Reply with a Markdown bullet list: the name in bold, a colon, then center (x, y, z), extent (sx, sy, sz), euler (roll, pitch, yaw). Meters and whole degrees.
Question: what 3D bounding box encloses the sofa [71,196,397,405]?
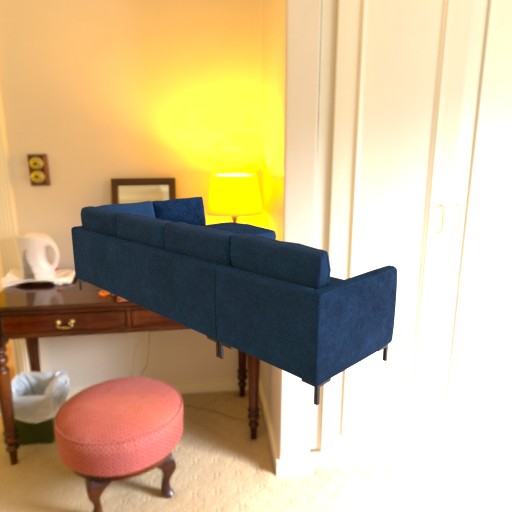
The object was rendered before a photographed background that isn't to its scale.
- **sofa**: center (0.000, 0.000, 3.274), extent (2.486, 0.687, 1.707), euler (13, 18, 43)
